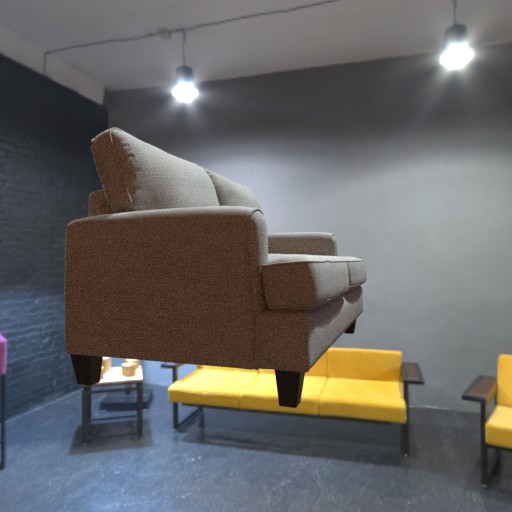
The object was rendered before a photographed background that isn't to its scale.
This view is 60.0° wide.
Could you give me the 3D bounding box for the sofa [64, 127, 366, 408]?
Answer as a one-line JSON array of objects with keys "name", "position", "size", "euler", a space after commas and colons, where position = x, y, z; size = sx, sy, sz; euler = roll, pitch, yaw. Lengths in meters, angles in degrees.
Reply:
[{"name": "sofa", "position": [0.000, 0.000, 2.236], "size": [0.965, 0.965, 1.651], "euler": [0, 0, 19]}]
